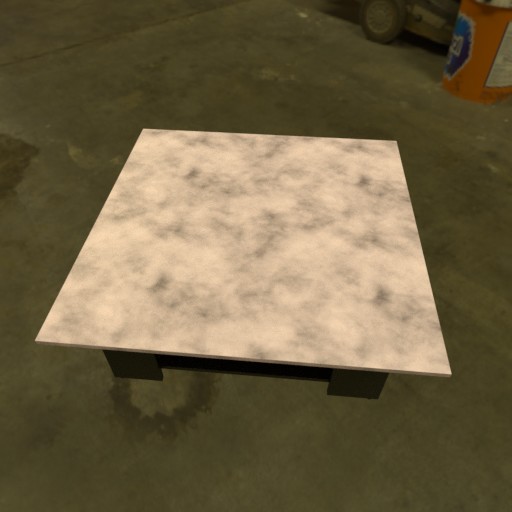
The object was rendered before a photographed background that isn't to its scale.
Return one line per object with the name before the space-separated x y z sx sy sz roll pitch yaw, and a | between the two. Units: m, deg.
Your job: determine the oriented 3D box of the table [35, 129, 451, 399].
table | 0.000 0.000 1.357 0.890 0.305 0.890 4 46 4
